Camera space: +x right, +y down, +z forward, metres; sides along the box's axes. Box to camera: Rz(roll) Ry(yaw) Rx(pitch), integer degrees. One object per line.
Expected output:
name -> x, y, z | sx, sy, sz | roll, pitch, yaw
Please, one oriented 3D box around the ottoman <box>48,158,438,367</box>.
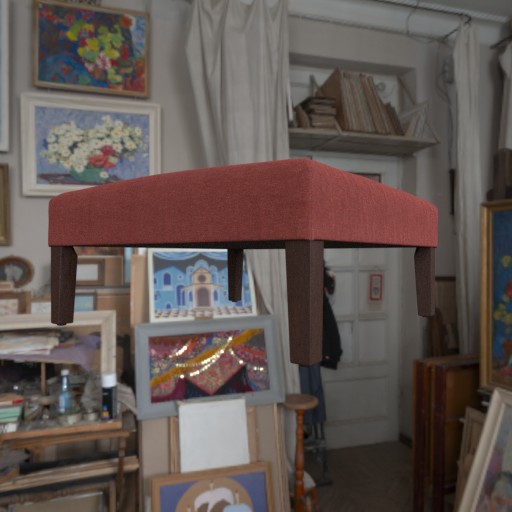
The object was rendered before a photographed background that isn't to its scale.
ottoman -> 0.000, 0.000, 1.406 | 0.890, 0.411, 0.889 | 0, 0, 36
